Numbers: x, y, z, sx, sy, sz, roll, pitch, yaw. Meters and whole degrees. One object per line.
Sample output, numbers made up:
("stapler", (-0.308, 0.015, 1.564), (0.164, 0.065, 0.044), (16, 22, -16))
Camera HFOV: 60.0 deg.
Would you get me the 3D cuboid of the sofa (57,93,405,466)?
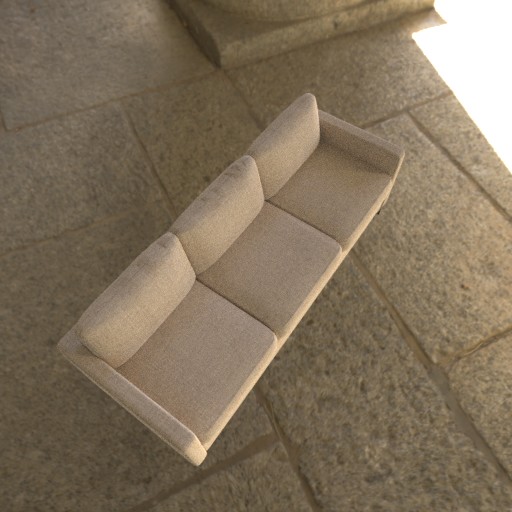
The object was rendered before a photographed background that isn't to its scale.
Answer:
("sofa", (0.000, 0.000, 2.694), (0.859, 0.874, 2.218), (31, 63, 18))
